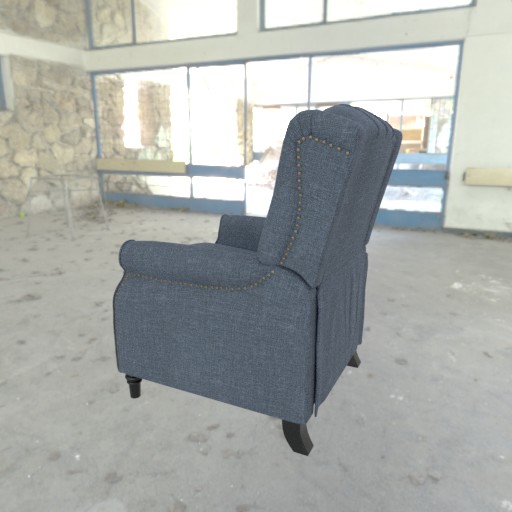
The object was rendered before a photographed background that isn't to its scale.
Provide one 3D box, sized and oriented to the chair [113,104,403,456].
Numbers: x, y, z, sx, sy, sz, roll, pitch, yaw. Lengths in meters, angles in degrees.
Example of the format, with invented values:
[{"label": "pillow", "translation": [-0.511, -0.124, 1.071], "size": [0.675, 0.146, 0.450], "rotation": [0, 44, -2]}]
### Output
[{"label": "chair", "translation": [0.000, 0.000, 1.649], "size": [0.898, 1.035, 0.742], "rotation": [7, 16, 26]}]
